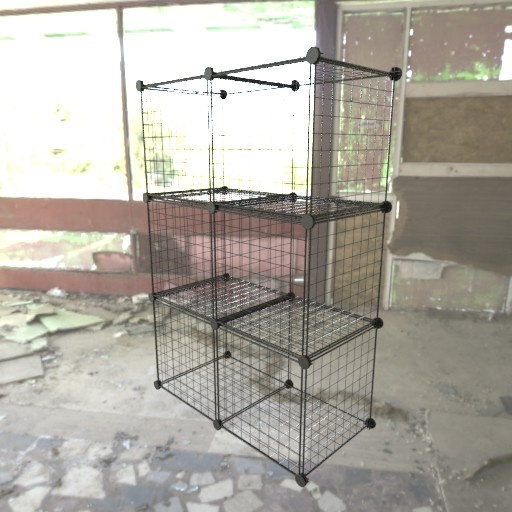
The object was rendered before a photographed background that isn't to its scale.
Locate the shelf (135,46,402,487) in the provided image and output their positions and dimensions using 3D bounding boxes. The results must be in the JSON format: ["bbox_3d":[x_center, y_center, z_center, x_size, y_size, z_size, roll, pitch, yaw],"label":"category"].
[{"bbox_3d":[0.000,0.000,1.391,0.711,1.067,0.356,13,19,43],"label":"shelf"}]
